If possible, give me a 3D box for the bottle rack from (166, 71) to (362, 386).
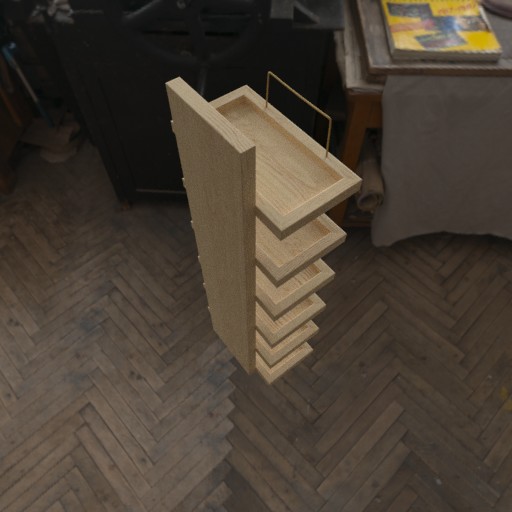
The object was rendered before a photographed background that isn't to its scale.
[{"bbox_3d":[0.000,0.000,1.082,0.206,0.943,0.330,-33,63,-20],"label":"bottle rack"}]
